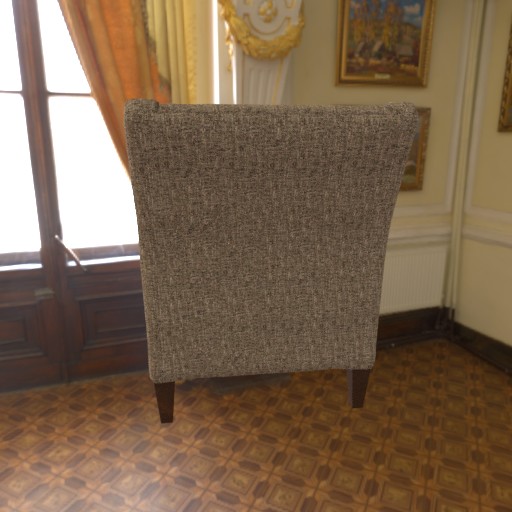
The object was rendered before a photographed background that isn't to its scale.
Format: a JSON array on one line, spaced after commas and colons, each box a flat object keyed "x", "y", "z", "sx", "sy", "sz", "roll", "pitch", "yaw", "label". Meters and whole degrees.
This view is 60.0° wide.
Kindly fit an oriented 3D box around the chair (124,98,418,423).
[{"x": 0.000, "y": 0.000, "z": 1.624, "sx": 0.774, "sy": 1.014, "sz": 0.870, "roll": -2, "pitch": 14, "yaw": -7, "label": "chair"}]
